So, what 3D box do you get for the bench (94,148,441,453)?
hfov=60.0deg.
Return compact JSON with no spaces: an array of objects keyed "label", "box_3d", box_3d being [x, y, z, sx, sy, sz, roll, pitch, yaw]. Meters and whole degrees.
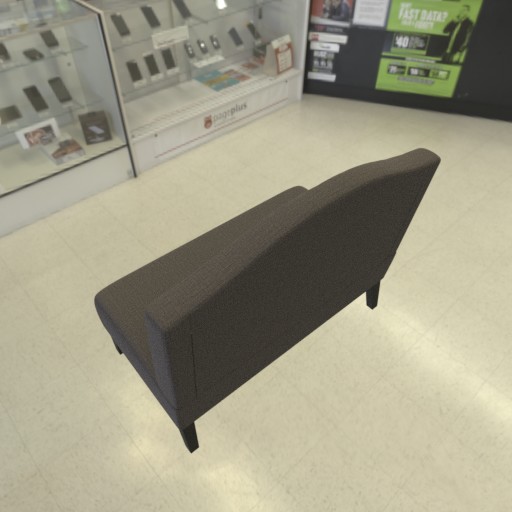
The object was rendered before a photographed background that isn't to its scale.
[{"label":"bench","box_3d":[0.000,0.000,2.023,1.335,1.180,0.815,-31,53,-27]}]
